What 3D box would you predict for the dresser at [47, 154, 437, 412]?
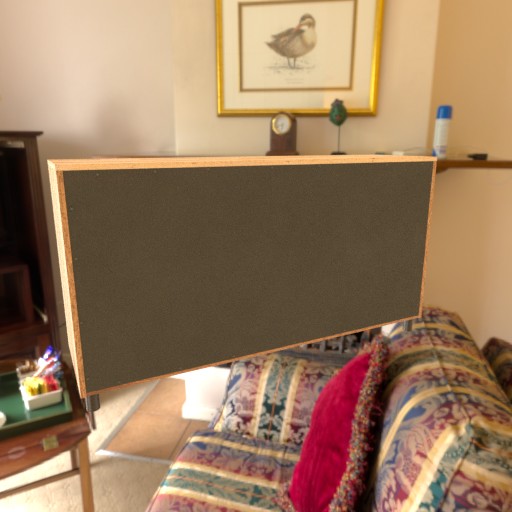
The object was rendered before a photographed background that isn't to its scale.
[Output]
[{"bbox_3d":[0.000,0.000,1.928,1.547,0.834,0.487,-7,16,-26],"label":"dresser"}]
